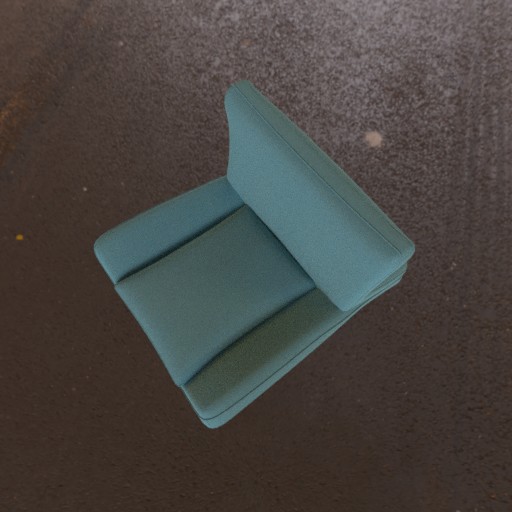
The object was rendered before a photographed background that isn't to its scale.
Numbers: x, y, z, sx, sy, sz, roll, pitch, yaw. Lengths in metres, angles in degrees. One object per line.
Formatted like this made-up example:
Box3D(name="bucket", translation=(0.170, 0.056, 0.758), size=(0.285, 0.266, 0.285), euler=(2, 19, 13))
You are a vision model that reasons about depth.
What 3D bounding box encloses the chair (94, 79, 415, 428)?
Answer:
Box3D(name="chair", translation=(0.000, 0.000, 1.701), size=(1.008, 0.855, 0.859), euler=(-33, 68, -15))
